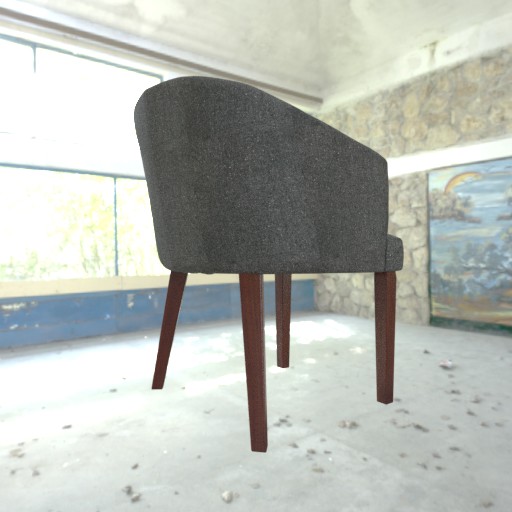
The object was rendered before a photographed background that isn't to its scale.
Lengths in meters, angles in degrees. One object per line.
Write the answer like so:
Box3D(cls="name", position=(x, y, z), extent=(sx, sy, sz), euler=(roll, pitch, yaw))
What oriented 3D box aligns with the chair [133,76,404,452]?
Box3D(cls="chair", position=(0.000, 0.000, 1.245), extent=(0.655, 0.811, 0.583), euler=(-1, 1, -36))
